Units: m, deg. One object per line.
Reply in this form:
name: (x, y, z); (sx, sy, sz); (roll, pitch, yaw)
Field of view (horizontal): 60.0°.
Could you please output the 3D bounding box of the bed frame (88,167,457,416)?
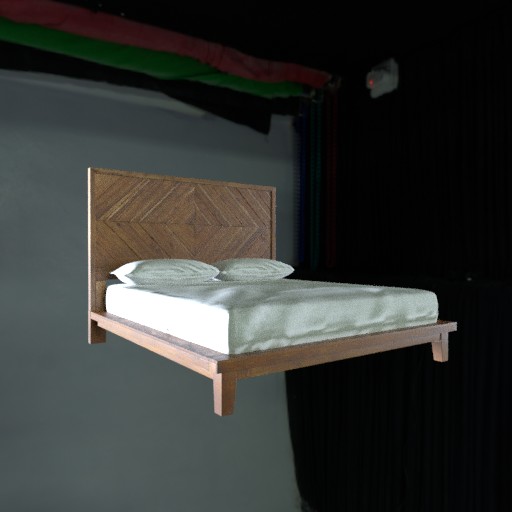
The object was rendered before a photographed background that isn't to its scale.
bed frame: (0.000, 0.000, 3.580); (2.038, 1.537, 2.235); (0, 1, -35)
